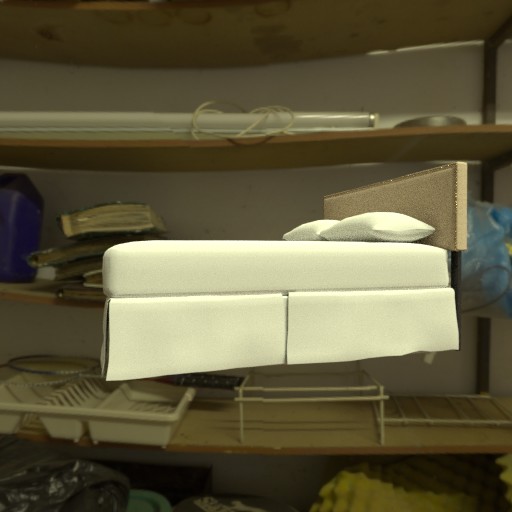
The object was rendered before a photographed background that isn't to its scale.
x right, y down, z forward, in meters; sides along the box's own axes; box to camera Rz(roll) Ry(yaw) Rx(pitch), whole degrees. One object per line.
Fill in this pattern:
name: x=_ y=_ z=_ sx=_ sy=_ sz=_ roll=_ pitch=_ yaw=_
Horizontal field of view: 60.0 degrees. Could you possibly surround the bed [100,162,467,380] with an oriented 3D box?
bed: x=0.000 y=0.000 z=2.846 sx=1.876 sy=1.016 sz=1.616 roll=0 pitch=1 yaw=-18
